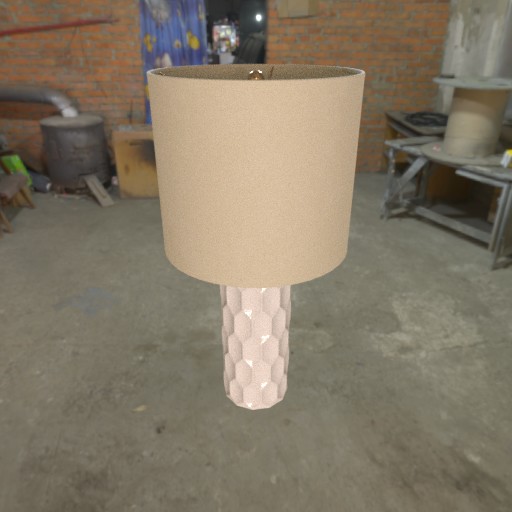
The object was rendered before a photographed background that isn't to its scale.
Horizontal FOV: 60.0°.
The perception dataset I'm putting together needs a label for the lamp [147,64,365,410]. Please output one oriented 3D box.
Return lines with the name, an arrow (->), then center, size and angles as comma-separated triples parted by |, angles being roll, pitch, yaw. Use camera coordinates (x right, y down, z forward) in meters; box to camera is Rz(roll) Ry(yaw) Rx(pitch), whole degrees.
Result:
lamp -> 0.000, 0.000, 0.693 | 0.277, 0.537, 0.277 | -20, 33, -35
